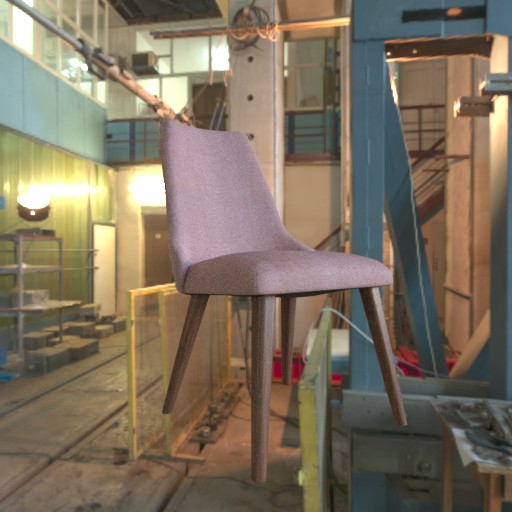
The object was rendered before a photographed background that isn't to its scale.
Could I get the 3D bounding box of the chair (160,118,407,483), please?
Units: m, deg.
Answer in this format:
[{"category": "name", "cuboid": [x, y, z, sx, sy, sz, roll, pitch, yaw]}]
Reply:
[{"category": "chair", "cuboid": [0.000, 0.000, 1.332, 0.535, 0.918, 0.707, -1, 1, -36]}]
